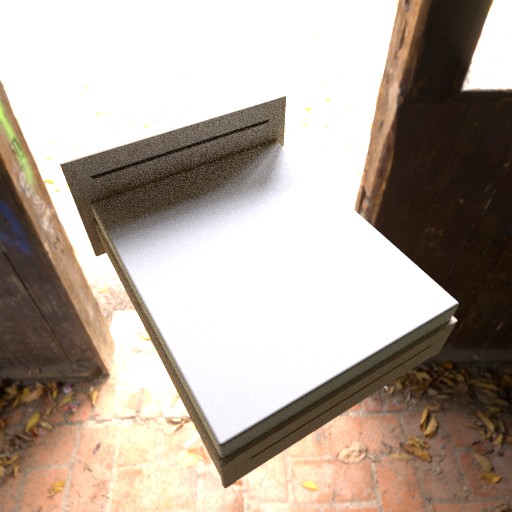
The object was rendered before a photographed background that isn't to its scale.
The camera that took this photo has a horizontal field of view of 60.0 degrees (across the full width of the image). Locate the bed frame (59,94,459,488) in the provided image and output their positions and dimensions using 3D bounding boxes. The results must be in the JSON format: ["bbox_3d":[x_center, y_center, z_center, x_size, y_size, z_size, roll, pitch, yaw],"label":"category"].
[{"bbox_3d":[0.000,0.000,2.978,1.800,0.900,2.080,-24,52,-20],"label":"bed frame"}]
